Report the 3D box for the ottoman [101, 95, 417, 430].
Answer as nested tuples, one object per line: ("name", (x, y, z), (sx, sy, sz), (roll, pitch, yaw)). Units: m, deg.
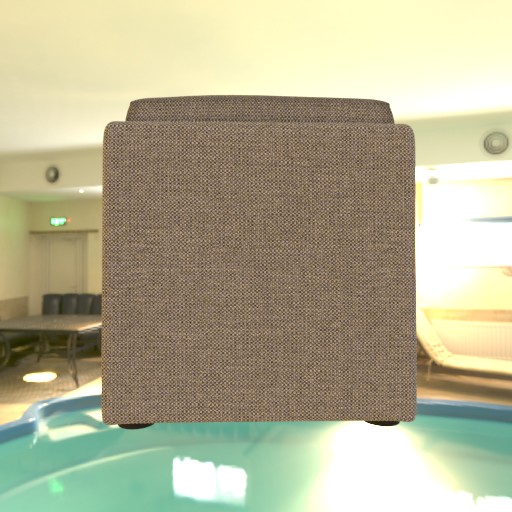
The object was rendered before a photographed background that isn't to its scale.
("ottoman", (0.000, 0.000, 0.830), (0.436, 0.487, 0.454), (0, -1, -2))
